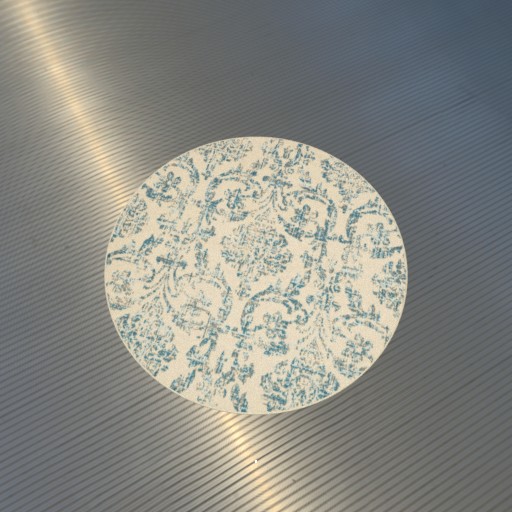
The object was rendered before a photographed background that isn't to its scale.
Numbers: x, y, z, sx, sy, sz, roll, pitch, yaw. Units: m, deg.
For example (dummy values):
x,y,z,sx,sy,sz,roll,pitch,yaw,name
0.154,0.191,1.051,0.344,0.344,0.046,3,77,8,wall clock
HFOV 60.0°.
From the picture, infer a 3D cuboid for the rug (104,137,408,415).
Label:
x,y,z,sx,sy,sz,roll,pitch,yaw,name
0.000,0.000,2.351,1.593,0.012,1.593,0,65,0,rug
